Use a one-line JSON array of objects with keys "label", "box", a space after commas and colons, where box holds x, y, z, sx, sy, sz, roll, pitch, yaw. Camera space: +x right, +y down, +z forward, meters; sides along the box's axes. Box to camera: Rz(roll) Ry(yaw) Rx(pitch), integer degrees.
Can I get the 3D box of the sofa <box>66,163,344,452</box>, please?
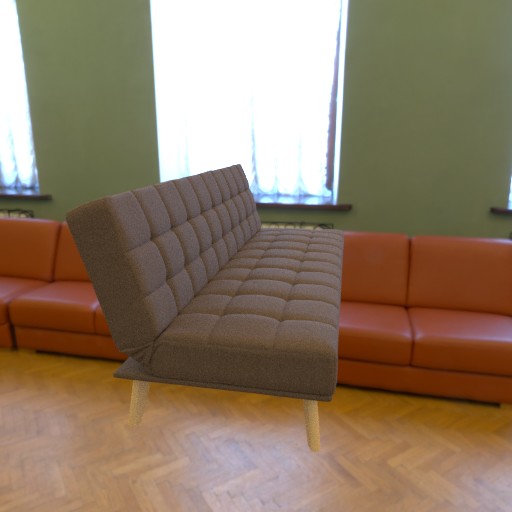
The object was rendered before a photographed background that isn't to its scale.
[{"label": "sofa", "box": [0.000, 0.000, 2.226, 0.860, 0.810, 1.800, 3, 15, 11]}]
